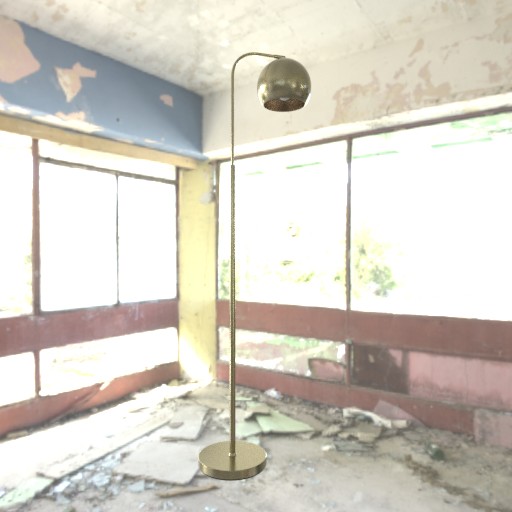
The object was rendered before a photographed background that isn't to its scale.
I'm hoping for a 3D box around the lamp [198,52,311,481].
[{"bbox_3d":[0.000,0.000,1.655,0.431,1.526,0.250,0,0,-18],"label":"lamp"}]
